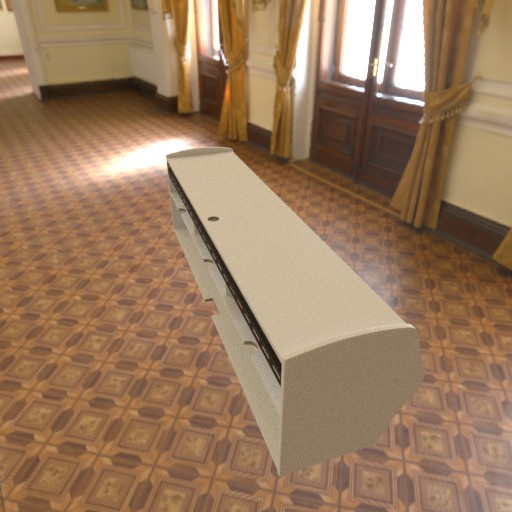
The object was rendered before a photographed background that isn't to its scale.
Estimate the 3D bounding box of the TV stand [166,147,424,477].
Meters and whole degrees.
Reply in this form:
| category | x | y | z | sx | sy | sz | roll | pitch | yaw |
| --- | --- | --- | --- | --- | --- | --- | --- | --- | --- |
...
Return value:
| category | x | y | z | sx | sy | sz | roll | pitch | yaw |
| --- | --- | --- | --- | --- | --- | --- | --- | --- | --- |
| TV stand | 0.000 | 0.000 | 1.687 | 0.397 | 0.424 | 1.473 | -10 | 32 | -17 |
